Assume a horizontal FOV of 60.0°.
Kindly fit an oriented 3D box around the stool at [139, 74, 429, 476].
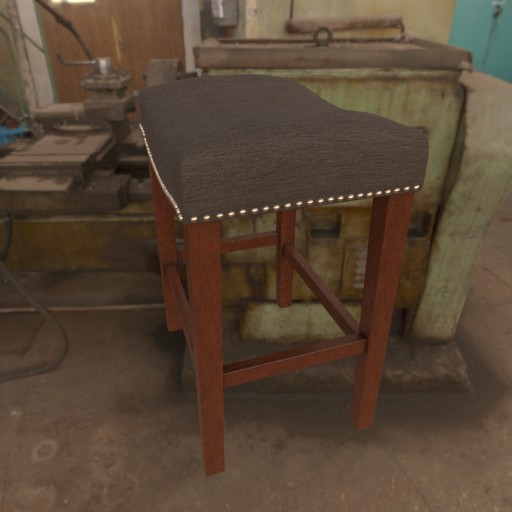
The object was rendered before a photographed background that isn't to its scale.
[{"bbox_3d":[0.000,0.000,0.930,0.372,0.654,0.504,-10,32,-16],"label":"stool"}]
